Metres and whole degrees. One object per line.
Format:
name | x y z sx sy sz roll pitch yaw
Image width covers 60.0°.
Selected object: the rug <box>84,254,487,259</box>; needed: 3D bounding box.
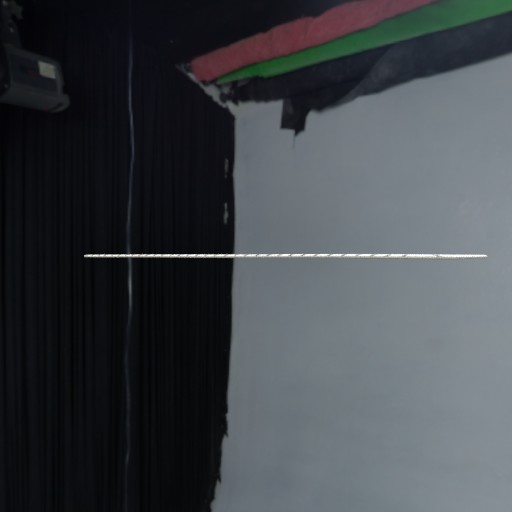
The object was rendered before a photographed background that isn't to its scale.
rug | 0.000 0.000 2.721 2.439 0.020 0.773 0 0 36
